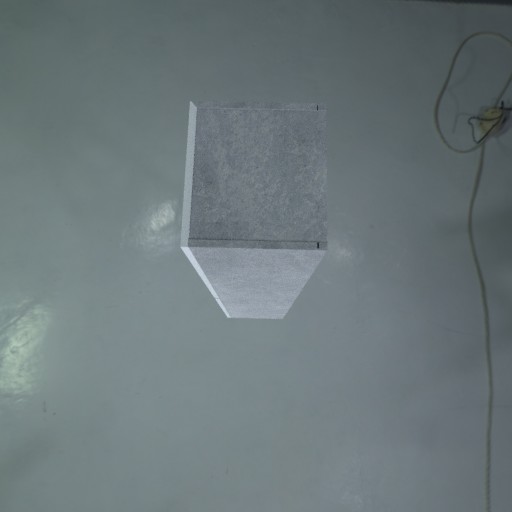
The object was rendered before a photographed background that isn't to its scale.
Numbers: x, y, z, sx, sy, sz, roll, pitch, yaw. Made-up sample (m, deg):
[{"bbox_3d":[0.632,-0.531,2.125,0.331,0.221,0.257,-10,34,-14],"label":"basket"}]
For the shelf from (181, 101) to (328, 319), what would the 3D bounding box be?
[{"bbox_3d":[0.000,0.000,1.528,0.270,1.400,0.300,1,77,0],"label":"shelf"}]
